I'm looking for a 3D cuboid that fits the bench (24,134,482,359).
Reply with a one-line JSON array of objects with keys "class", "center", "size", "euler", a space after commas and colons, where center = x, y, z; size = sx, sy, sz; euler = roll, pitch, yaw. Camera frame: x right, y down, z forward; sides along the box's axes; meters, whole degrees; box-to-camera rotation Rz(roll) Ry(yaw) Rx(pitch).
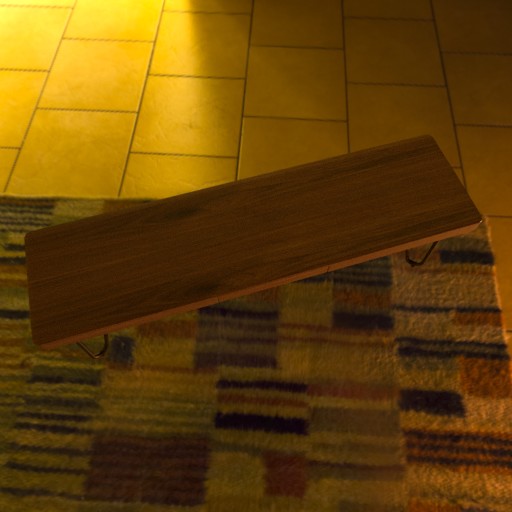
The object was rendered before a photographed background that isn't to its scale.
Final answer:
[{"class": "bench", "center": [0.000, 0.000, 1.764], "size": [1.570, 0.462, 0.425], "euler": [-15, 65, -7]}]
